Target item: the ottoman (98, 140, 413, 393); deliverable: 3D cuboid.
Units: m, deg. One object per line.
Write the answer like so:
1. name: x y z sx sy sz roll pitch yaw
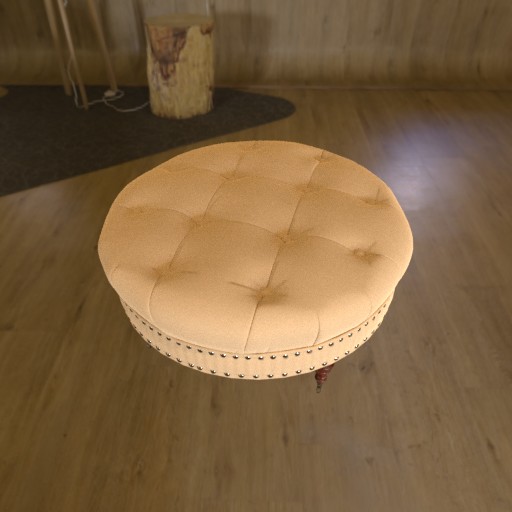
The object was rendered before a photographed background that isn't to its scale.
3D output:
1. ottoman: 0.000 0.000 1.390 0.901 0.439 0.901 0 40 0
